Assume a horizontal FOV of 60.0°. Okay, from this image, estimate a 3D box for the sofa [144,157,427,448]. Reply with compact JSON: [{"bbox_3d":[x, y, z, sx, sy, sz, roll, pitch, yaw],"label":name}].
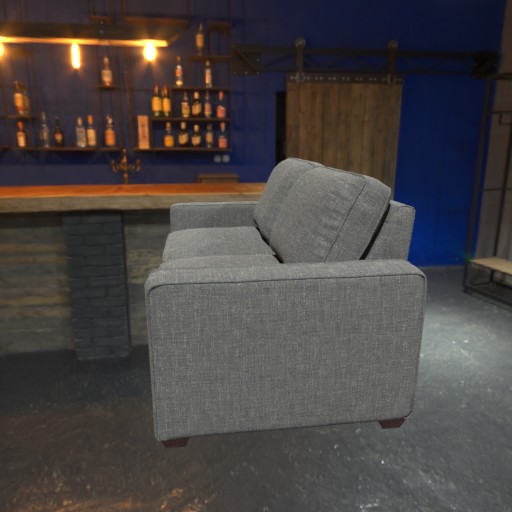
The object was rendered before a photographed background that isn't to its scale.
[{"bbox_3d":[0.000,0.000,2.239,0.947,0.918,1.709,-2,15,-7],"label":"sofa"}]
